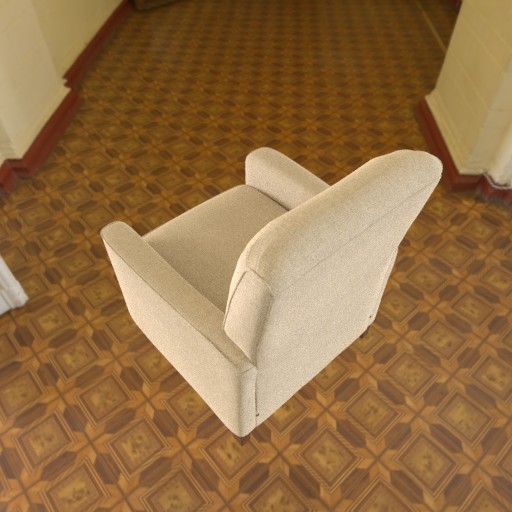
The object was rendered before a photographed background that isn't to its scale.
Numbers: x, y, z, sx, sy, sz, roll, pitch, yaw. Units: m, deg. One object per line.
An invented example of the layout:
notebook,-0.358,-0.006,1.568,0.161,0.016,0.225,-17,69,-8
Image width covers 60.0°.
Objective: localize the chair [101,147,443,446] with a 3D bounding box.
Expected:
chair,0.000,0.000,1.639,0.845,1.023,0.859,-33,55,-27
